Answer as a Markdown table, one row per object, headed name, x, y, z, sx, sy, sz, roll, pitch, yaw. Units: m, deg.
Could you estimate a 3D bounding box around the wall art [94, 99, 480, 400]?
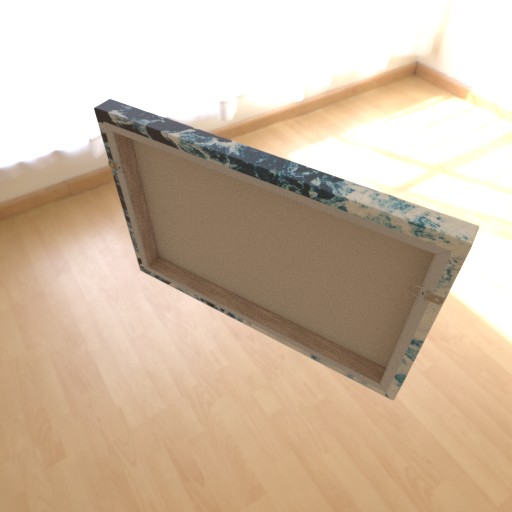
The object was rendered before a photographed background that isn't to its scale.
| name | x | y | z | sx | sy | sz | roll | pitch | yaw |
| --- | --- | --- | --- | --- | --- | --- | --- | --- | --- |
| wall art | 0.000 | 0.000 | 0.779 | 0.609 | 0.407 | 0.043 | 24 | 51 | 21 |
